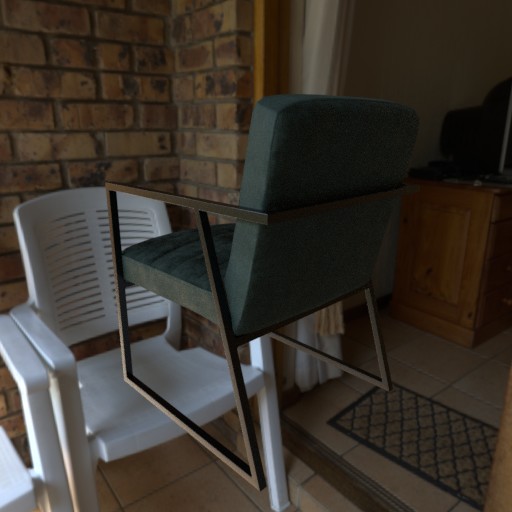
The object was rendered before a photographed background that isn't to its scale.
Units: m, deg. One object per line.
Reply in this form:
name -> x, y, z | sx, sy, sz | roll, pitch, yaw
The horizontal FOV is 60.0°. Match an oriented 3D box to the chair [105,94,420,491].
chair -> 0.000, 0.000, 1.259 | 0.571, 0.833, 0.677 | -15, 22, -41
